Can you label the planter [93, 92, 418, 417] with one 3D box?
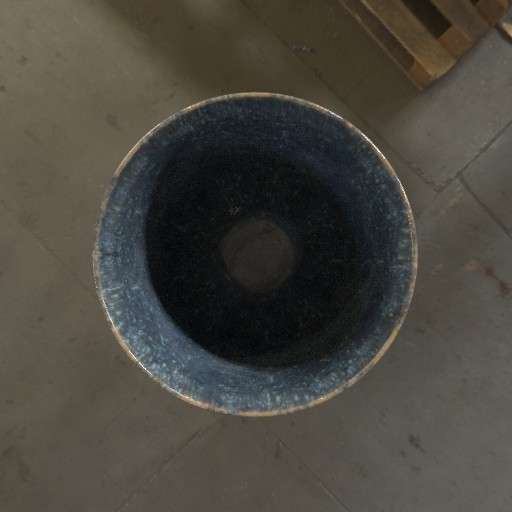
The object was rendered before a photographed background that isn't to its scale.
[{"bbox_3d":[0.000,0.000,0.495,0.266,0.270,0.266,0,89,0],"label":"planter"}]
